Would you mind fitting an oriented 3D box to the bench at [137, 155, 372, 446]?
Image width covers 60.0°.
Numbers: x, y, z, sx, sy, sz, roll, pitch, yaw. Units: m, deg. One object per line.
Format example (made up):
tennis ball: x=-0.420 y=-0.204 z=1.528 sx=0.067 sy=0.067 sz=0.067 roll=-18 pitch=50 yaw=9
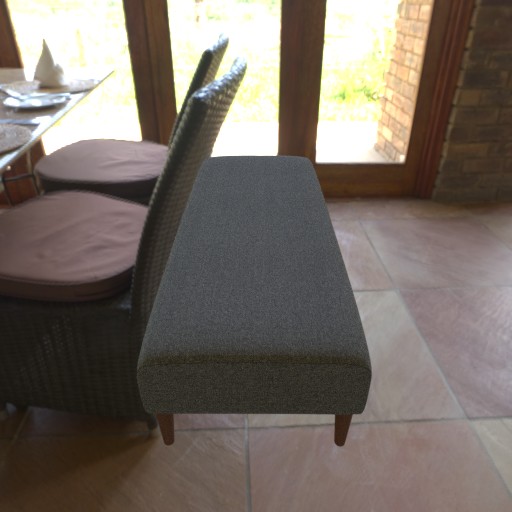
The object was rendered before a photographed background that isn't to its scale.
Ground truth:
bench: x=0.000 y=0.000 z=1.861 sx=0.631 sy=0.384 sz=1.598 roll=0 pitch=31 yaw=0
